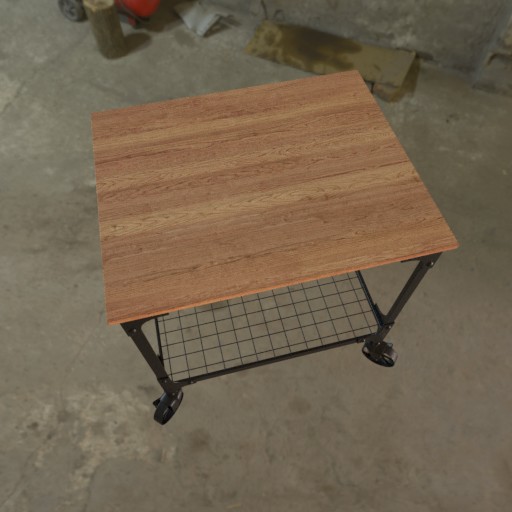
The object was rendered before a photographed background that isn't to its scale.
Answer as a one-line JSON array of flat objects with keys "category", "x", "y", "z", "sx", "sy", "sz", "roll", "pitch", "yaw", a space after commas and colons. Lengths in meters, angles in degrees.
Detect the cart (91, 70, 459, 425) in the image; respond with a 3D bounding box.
[{"category": "cart", "x": 0.000, "y": 0.000, "z": 1.091, "sx": 0.666, "sy": 0.603, "sz": 0.558, "roll": -12, "pitch": 59, "yaw": -7}]
